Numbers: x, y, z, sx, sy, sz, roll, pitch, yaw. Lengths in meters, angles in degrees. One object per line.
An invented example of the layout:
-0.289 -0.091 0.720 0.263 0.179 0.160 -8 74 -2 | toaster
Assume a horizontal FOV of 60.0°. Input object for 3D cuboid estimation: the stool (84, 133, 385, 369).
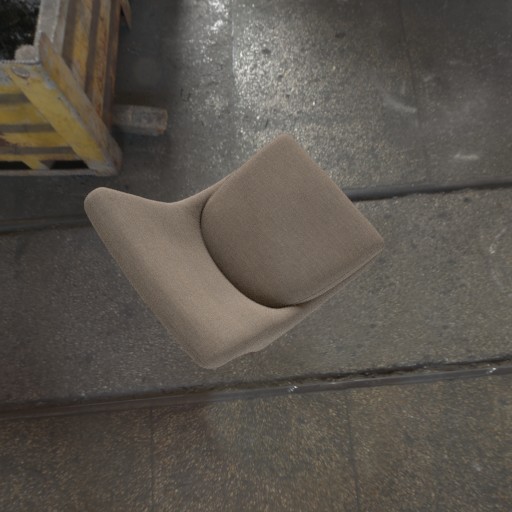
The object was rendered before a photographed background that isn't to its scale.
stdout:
0.000 0.000 1.321 0.577 0.981 0.470 -38 79 -9 | stool
